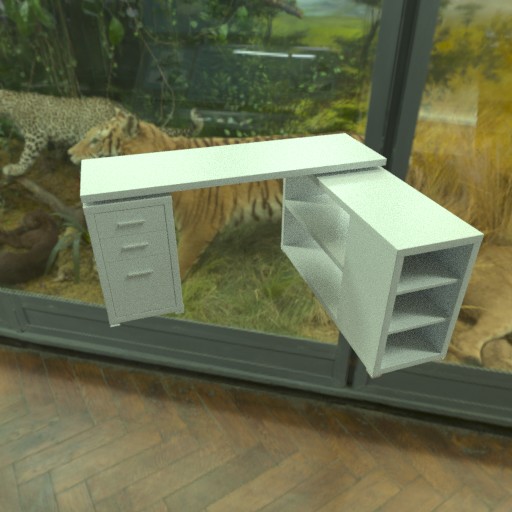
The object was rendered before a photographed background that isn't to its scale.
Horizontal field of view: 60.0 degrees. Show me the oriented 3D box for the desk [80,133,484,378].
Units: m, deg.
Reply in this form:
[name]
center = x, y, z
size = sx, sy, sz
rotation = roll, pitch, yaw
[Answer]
[desk]
center = 0.000, 0.000, 2.220
size = 1.524, 0.753, 1.200
rotation = -10, 34, -15
